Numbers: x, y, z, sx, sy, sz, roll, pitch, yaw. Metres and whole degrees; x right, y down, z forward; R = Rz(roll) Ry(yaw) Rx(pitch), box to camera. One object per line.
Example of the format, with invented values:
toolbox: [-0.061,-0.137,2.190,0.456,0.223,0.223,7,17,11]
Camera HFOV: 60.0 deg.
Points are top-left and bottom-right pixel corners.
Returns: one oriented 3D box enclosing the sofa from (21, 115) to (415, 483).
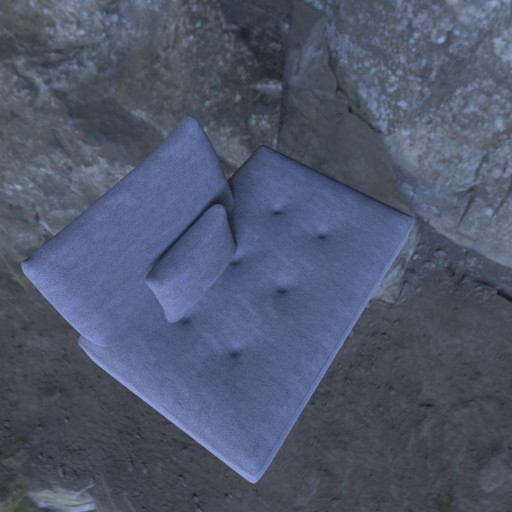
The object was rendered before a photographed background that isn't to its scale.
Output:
sofa: [0.000,0.000,1.954,1.002,0.820,1.450,30,62,18]
